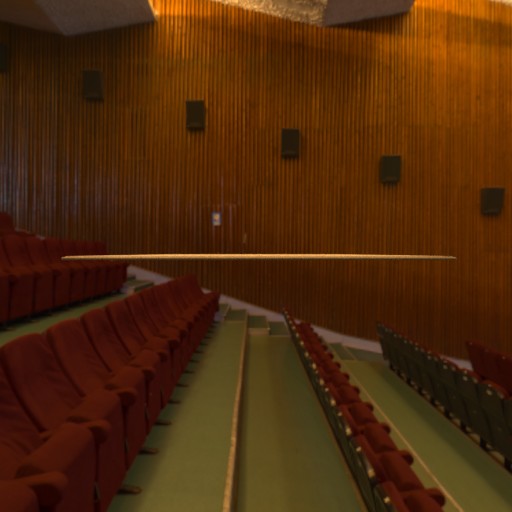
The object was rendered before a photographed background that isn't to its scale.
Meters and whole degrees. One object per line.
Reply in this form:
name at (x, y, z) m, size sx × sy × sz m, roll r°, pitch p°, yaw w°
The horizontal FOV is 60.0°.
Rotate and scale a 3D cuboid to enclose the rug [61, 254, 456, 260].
rug at (0.000, 0.000, 2.288) m, size 1.224 × 0.012 × 1.847 m, roll 0°, pitch 0°, yaw -1°
